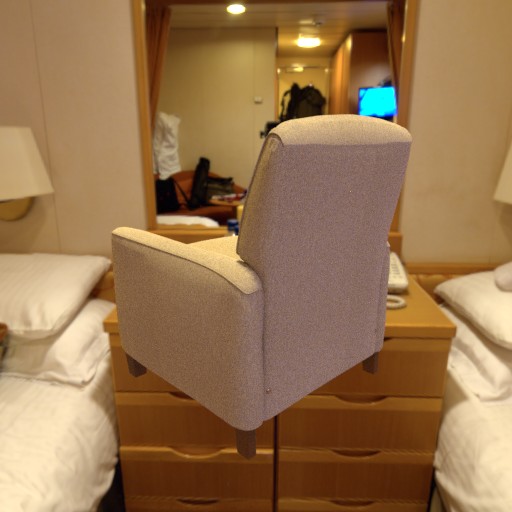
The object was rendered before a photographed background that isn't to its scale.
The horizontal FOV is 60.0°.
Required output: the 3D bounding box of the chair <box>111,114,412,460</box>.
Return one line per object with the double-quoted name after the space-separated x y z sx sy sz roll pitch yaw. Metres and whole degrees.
0.000 0.000 1.704 0.848 1.014 0.864 -15 21 -43 "chair"
